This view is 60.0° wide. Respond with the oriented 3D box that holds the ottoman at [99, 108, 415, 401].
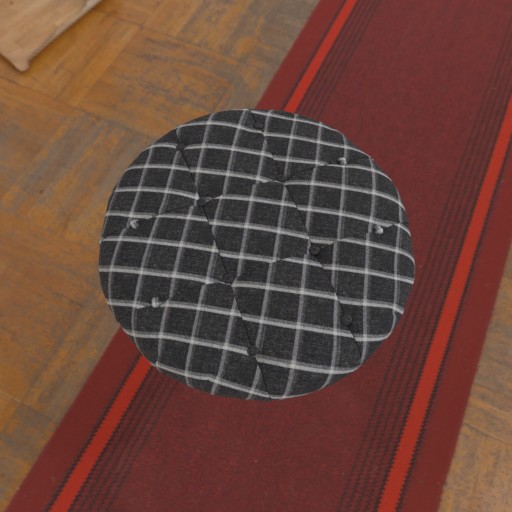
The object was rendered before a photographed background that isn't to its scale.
[{"bbox_3d":[0.000,0.000,1.385,0.901,0.439,0.901,0,65,0],"label":"ottoman"}]
